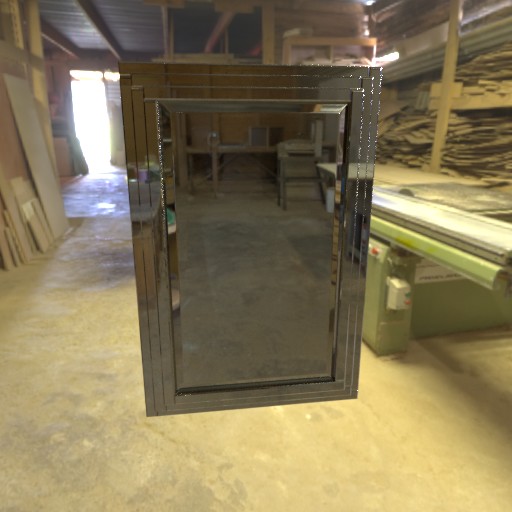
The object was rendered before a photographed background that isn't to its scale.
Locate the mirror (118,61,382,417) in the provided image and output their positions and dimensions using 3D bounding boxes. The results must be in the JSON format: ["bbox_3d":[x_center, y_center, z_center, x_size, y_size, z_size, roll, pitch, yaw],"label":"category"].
[{"bbox_3d":[0.000,0.000,1.139,0.613,0.914,0.039,-2,16,-8],"label":"mirror"}]
